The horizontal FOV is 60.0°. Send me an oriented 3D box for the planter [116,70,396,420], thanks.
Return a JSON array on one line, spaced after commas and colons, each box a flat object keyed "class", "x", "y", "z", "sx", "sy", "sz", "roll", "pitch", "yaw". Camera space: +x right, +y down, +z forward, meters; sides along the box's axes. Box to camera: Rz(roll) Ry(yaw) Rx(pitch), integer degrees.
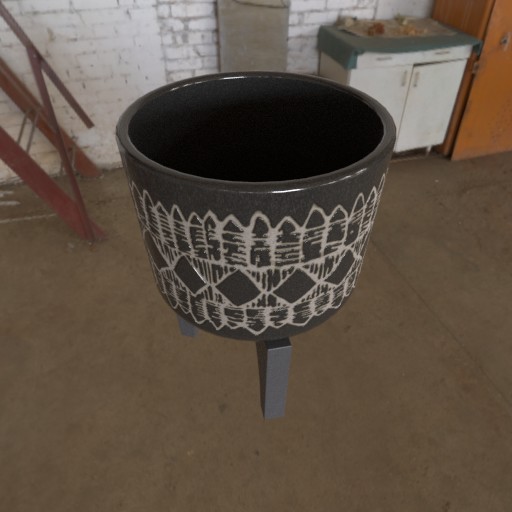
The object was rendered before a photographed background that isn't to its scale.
[{"class": "planter", "x": 0.000, "y": 0.000, "z": 0.401, "sx": 0.196, "sy": 0.264, "sz": 0.196, "roll": 12, "pitch": 42, "yaw": 14}]
